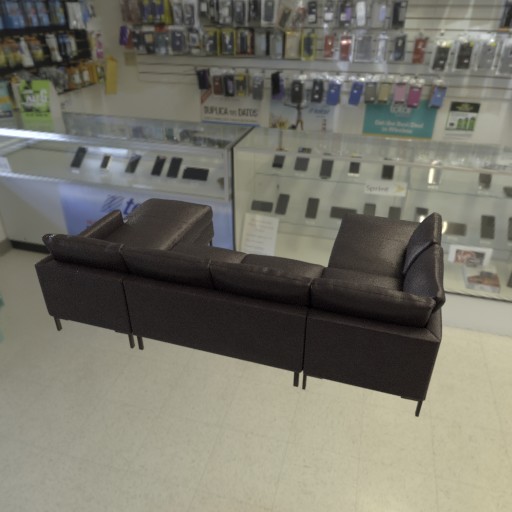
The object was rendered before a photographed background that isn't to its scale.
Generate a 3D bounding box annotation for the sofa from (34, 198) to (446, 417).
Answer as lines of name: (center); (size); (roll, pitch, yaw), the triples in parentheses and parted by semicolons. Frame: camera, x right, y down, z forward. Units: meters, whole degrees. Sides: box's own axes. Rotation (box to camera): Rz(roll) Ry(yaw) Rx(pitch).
sofa: (0.000, 0.000, 3.867); (2.956, 0.900, 1.939); (9, 32, 15)
